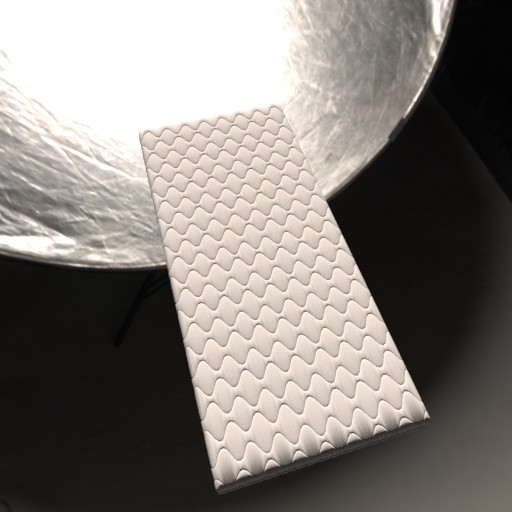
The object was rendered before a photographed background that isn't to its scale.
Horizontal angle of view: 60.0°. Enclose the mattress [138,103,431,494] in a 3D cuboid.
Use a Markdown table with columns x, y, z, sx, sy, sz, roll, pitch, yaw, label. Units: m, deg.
| x | y | z | sx | sy | sz | roll | pitch | yaw | label |
| --- | --- | --- | --- | --- | --- | --- | --- | --- | --- |
| 0.000 | 0.000 | 2.287 | 0.900 | 0.200 | 2.000 | -14 | 59 | -9 | mattress |
